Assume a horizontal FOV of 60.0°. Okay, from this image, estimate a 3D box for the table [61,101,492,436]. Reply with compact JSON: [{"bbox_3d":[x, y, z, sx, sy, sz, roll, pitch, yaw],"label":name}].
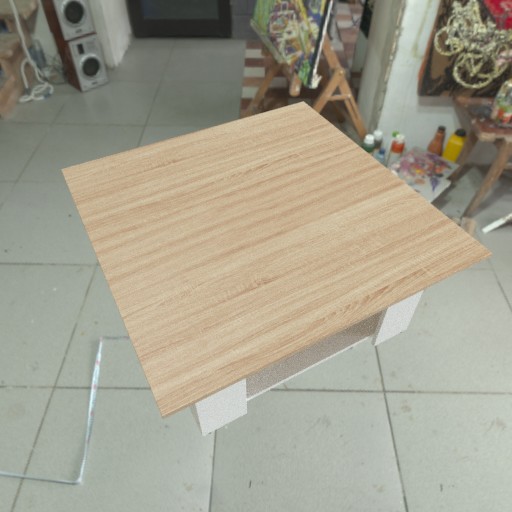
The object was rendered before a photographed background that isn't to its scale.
[{"bbox_3d":[0.000,0.000,1.053,0.670,0.305,0.670,-22,51,-19],"label":"table"}]
